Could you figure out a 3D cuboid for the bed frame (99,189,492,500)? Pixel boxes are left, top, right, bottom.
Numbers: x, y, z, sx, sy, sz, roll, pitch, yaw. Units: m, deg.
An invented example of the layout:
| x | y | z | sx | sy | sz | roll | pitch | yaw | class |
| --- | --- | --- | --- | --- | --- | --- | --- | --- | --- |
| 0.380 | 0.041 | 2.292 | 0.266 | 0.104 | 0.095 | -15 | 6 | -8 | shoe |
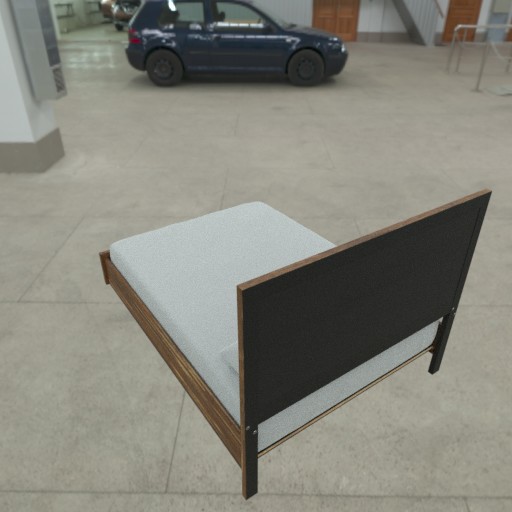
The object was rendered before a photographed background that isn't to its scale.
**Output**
| x | y | z | sx | sy | sz | roll | pitch | yaw | class |
| --- | --- | --- | --- | --- | --- | --- | --- | --- | --- |
| 0.000 | 0.000 | 3.270 | 1.696 | 1.417 | 2.276 | -20 | 36 | -29 | bed frame |
